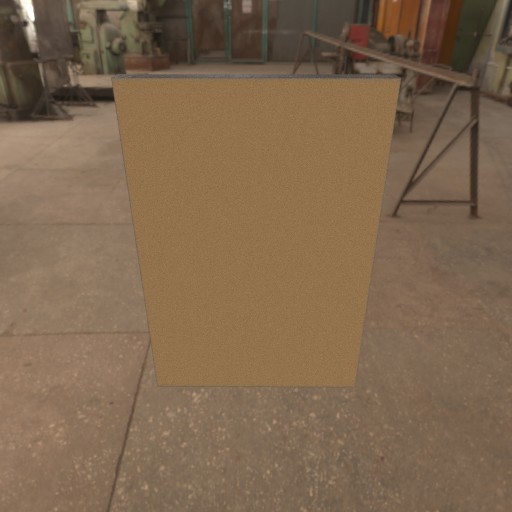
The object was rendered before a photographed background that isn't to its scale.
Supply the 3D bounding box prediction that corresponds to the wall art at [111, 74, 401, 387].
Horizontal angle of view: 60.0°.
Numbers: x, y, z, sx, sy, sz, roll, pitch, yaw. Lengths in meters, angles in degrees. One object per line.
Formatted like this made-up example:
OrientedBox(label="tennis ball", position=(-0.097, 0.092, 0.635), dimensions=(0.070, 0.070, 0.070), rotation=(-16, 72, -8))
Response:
OrientedBox(label="wall art", position=(0.000, 0.000, 0.603), dimensions=(0.313, 0.457, 0.031), rotation=(0, 29, 0))
